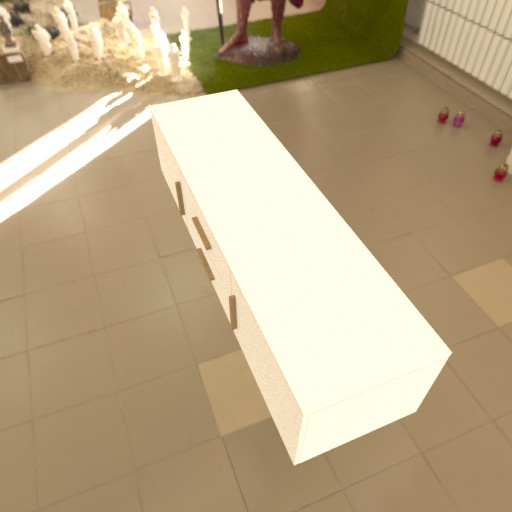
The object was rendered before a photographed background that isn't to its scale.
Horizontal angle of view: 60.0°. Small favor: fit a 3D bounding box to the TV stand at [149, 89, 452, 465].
[{"bbox_3d":[0.000,0.000,1.614,0.401,0.560,1.398,-17,49,-15],"label":"TV stand"}]
